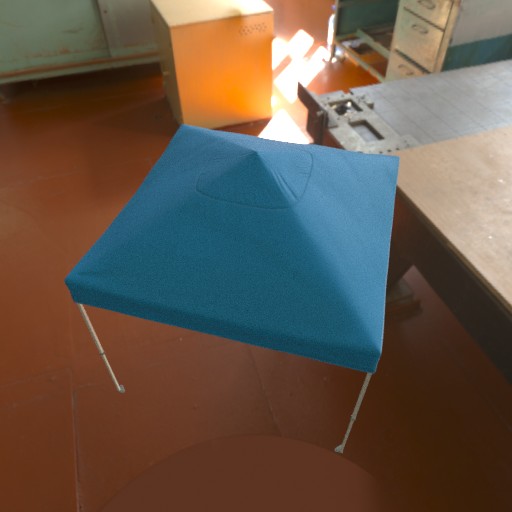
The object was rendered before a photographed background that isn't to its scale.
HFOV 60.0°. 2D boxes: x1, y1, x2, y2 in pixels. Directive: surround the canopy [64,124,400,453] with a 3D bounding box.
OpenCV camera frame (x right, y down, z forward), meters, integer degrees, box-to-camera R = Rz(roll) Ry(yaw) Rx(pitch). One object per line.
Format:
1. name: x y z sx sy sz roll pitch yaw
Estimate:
1. canopy: 0.000 0.000 5.459 2.998 2.997 2.996 11 47 11
